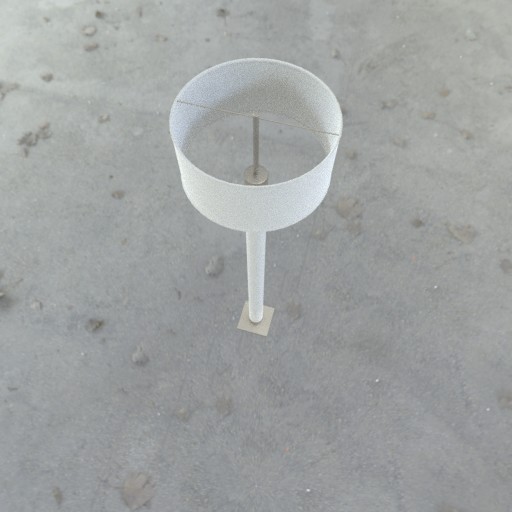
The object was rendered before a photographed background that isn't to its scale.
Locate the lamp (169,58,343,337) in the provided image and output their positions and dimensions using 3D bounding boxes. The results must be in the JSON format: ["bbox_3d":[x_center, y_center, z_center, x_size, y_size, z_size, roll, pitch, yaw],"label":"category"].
[{"bbox_3d":[0.000,0.000,1.717,0.420,1.475,0.420,14,63,7],"label":"lamp"}]
